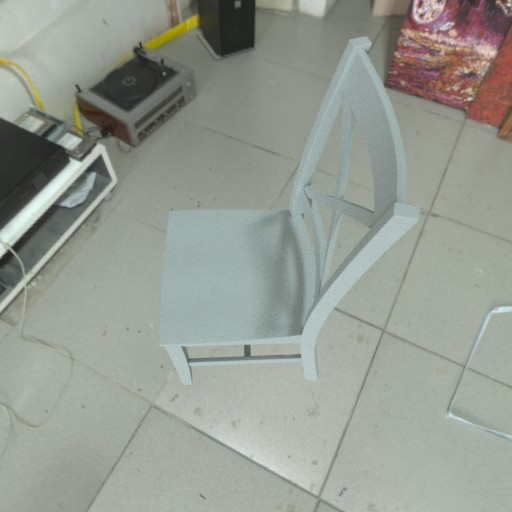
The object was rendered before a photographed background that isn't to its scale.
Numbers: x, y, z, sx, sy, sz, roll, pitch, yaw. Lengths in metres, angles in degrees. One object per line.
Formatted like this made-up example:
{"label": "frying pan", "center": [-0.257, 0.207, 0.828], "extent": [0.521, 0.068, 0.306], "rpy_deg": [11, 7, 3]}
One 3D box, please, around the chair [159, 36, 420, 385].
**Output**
{"label": "chair", "center": [0.000, 0.000, 1.237], "extent": [0.542, 0.983, 0.485], "rpy_deg": [-2, 59, -1]}
